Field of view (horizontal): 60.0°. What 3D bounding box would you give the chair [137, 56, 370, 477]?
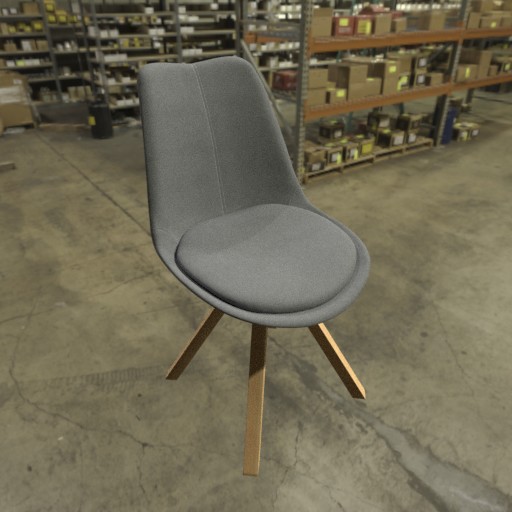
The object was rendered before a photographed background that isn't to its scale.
[{"bbox_3d":[0.000,0.000,1.117,0.474,0.863,0.549,-21,37,-31],"label":"chair"}]
